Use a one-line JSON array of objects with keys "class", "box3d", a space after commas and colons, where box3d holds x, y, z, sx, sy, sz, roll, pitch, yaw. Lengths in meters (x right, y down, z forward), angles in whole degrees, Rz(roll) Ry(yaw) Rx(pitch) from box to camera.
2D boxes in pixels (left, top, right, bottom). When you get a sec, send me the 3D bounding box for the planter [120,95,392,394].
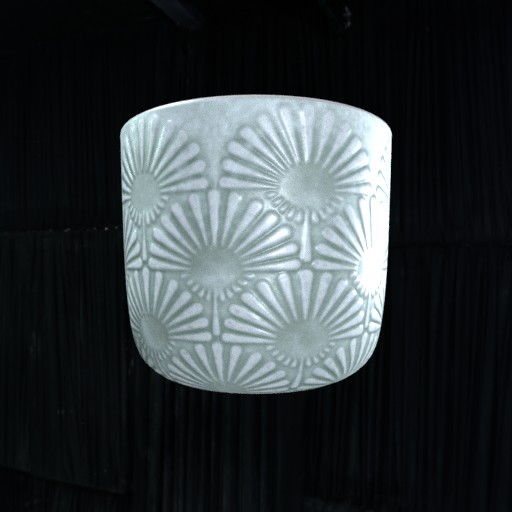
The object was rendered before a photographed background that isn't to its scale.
[{"class": "planter", "box3d": [0.000, 0.000, 0.211, 0.124, 0.109, 0.124, 0, 0, 0]}]
